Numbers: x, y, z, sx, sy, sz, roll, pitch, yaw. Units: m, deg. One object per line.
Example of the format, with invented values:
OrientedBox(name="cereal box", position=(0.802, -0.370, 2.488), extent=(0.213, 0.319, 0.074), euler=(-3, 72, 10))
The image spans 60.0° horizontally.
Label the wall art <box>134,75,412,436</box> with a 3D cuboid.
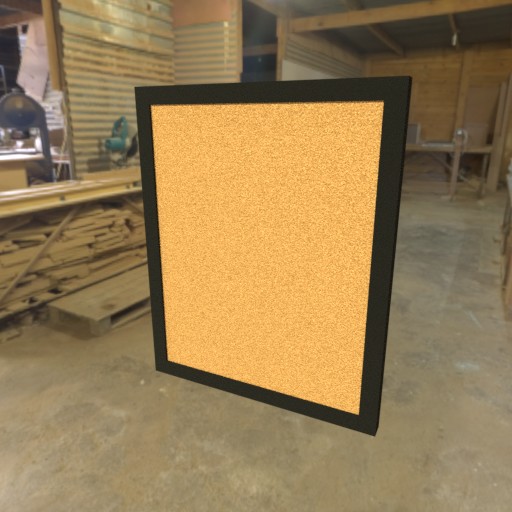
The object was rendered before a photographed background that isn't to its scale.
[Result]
OrientedBox(name="wall art", position=(0.000, 0.000, 0.765), extent=(0.457, 0.559, 0.029), euler=(8, 19, 25))
